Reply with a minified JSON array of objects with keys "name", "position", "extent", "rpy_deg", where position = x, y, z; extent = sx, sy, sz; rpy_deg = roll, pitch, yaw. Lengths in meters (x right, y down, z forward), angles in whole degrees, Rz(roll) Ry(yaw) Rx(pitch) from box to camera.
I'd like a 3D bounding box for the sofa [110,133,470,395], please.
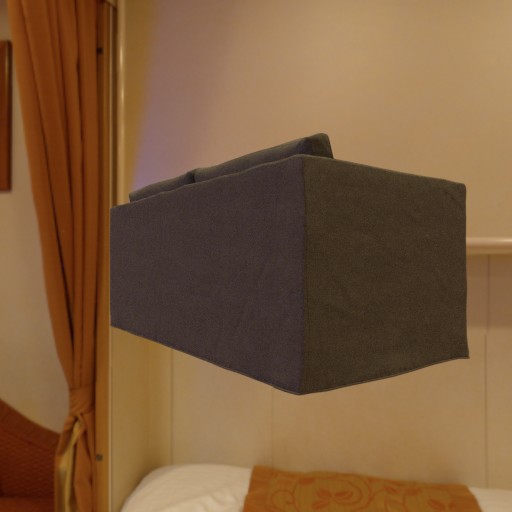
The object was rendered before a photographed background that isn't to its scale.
[{"name":"sofa","position":[0.000,0.000,2.299],"extent":[0.974,0.854,1.802],"rpy_deg":[0,0,-36]}]
